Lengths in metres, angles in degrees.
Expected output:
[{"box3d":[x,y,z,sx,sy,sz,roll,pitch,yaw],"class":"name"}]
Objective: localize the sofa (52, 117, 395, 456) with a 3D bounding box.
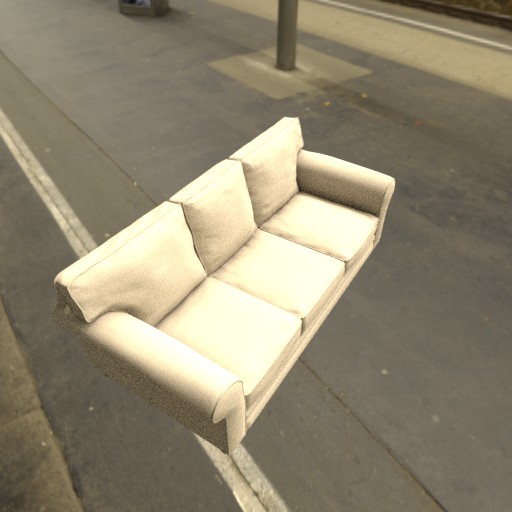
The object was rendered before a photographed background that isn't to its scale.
[{"box3d":[0.000,0.000,2.678,0.998,0.889,2.118,23,45,24],"class":"sofa"}]
